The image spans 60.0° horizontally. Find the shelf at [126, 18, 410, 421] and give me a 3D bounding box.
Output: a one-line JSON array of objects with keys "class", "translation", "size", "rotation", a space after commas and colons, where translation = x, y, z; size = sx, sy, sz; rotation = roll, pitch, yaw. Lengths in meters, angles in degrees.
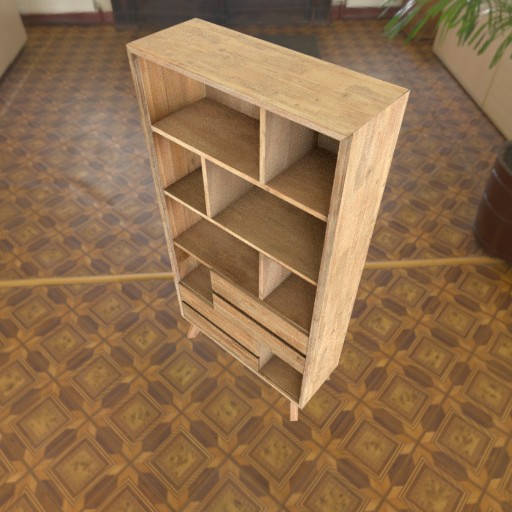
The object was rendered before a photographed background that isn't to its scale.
[{"class": "shelf", "translation": [0.000, 0.000, 1.707], "size": [0.748, 1.471, 0.308], "rotation": [32, 54, 27]}]
